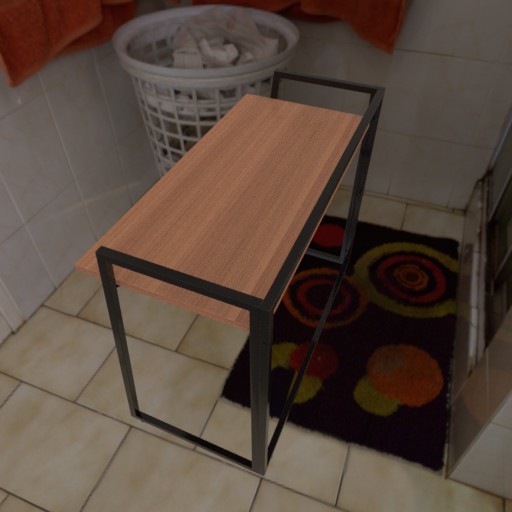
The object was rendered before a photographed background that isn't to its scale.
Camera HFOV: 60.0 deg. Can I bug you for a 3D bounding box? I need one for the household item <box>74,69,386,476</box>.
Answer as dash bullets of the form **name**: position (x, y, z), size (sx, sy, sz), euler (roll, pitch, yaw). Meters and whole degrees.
- **household item**: position (0.000, 0.000, 1.538), size (0.510, 0.860, 1.050), euler (17, 47, 16)
